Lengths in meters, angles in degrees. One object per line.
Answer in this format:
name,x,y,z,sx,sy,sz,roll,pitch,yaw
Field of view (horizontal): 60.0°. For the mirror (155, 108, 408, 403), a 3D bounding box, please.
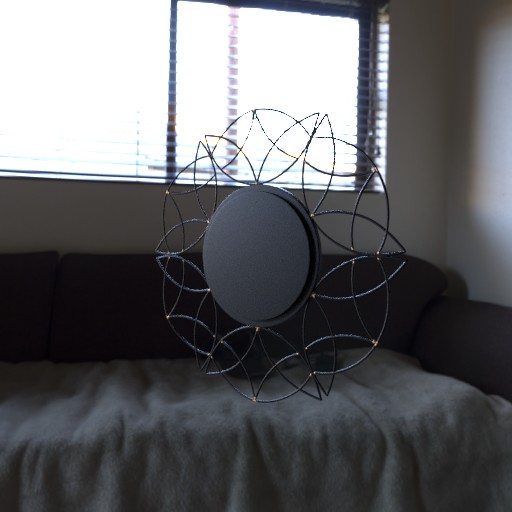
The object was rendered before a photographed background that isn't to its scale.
mirror,0.000,0.000,1.179,0.797,0.775,0.028,1,1,36
